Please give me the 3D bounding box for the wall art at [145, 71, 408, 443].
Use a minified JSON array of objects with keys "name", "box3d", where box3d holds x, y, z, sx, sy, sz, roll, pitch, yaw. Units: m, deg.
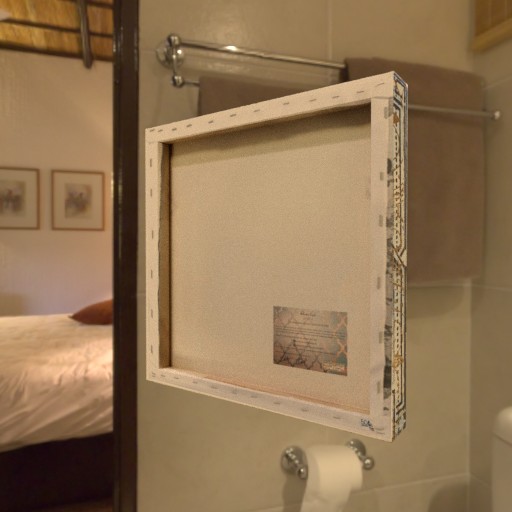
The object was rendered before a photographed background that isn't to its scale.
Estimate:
[{"name":"wall art","box3d":[0.000,0.000,0.466,0.302,0.306,0.038,1,1,35]}]
